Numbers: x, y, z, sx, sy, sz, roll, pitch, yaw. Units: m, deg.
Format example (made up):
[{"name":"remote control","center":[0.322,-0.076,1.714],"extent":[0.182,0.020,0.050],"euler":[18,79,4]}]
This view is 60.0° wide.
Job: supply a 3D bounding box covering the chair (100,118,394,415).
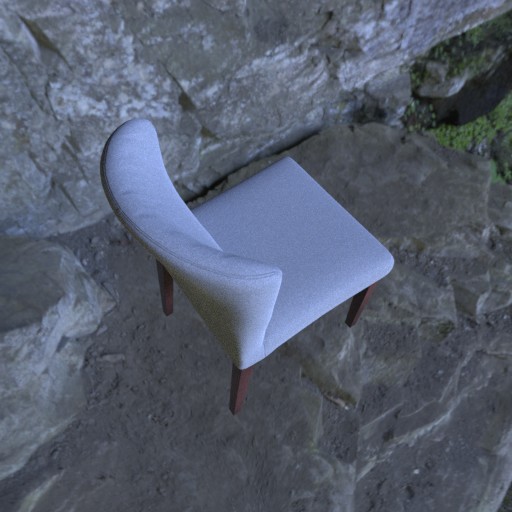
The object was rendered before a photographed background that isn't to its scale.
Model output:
[{"name":"chair","center":[0.000,0.000,1.196],"extent":[0.592,0.839,0.491],"euler":[-32,63,-18]}]
